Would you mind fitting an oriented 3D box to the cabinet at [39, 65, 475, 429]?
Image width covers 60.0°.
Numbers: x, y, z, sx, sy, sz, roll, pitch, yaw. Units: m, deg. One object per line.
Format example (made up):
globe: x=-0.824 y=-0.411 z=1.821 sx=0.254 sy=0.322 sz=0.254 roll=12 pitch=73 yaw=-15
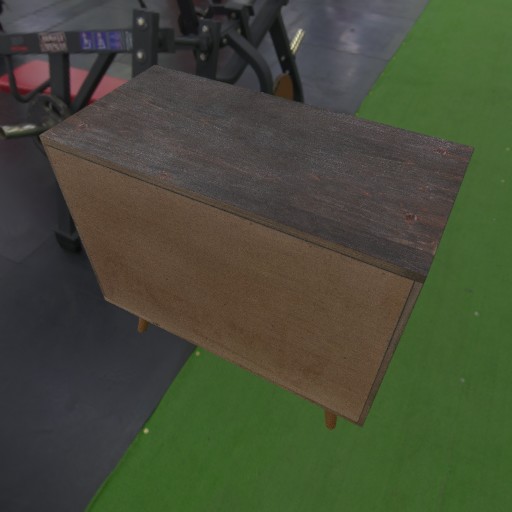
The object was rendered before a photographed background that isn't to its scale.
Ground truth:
cabinet: x=0.000 y=0.000 z=1.489 sx=1.023 sy=0.897 sz=0.529 roll=22 pitch=50 yaw=19
